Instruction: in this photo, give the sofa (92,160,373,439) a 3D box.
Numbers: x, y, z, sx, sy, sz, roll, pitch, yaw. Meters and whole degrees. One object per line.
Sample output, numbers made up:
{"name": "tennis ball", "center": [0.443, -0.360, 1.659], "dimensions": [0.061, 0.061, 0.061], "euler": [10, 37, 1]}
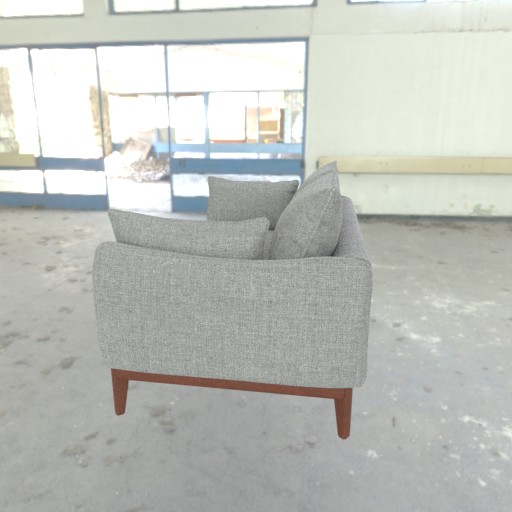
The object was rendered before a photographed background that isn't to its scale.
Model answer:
{"name": "sofa", "center": [0.000, 0.000, 2.160], "dimensions": [0.972, 0.851, 1.580], "euler": [2, 15, 9]}
